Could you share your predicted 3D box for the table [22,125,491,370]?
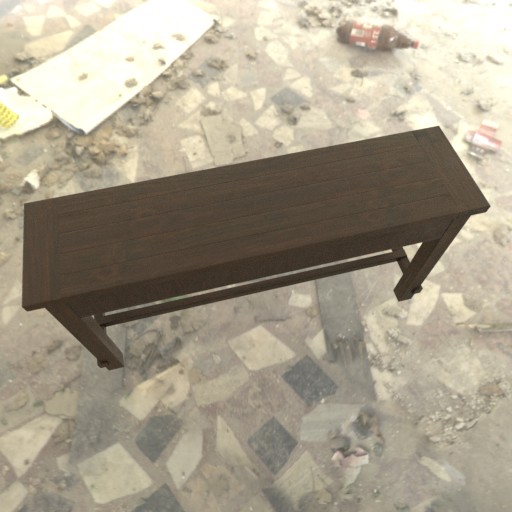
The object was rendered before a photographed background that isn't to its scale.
[{"bbox_3d":[0.000,0.000,1.897,1.599,0.762,0.442,-12,60,-7],"label":"table"}]
